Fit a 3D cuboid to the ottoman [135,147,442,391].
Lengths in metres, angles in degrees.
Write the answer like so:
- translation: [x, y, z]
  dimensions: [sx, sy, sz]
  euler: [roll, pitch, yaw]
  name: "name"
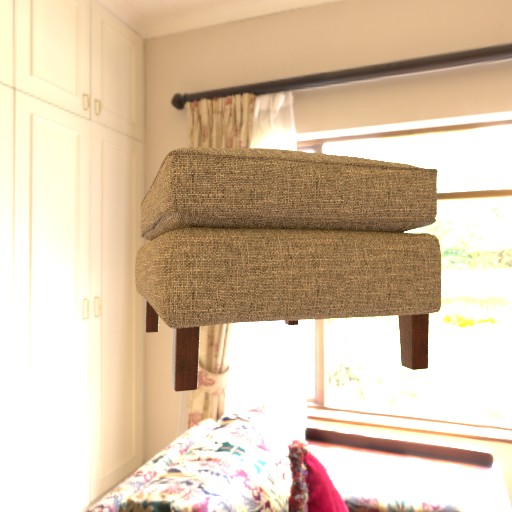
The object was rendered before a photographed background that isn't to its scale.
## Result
- translation: [0.000, 0.000, 0.999]
  dimensions: [0.508, 0.406, 0.686]
  euler: [0, -1, -18]
  name: "ottoman"
